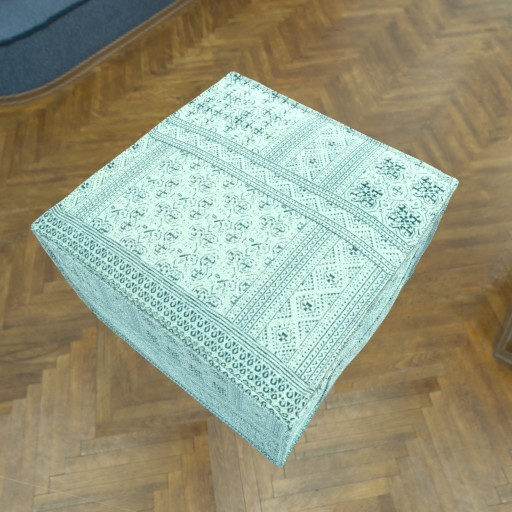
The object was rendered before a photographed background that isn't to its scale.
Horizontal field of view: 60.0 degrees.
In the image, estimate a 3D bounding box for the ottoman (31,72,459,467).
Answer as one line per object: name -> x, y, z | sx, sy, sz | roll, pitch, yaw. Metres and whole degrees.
ottoman -> 0.000, 0.000, 1.022 | 0.626, 0.439, 0.617 | 33, 63, 19
